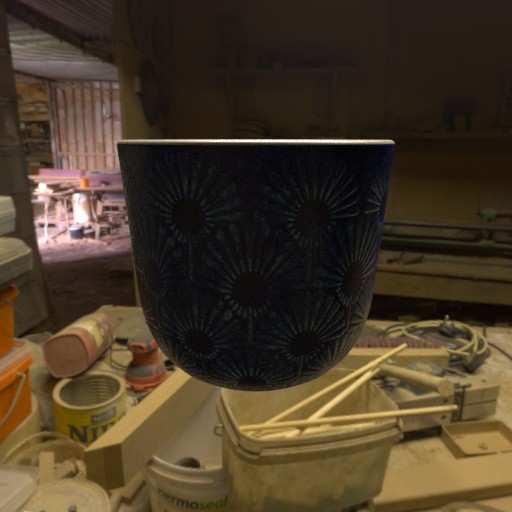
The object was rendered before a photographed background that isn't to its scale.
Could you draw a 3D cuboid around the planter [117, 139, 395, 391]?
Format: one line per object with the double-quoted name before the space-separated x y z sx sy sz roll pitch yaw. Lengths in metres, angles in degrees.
"planter" 0.000 0.000 0.301 0.170 0.153 0.170 0 15 0
